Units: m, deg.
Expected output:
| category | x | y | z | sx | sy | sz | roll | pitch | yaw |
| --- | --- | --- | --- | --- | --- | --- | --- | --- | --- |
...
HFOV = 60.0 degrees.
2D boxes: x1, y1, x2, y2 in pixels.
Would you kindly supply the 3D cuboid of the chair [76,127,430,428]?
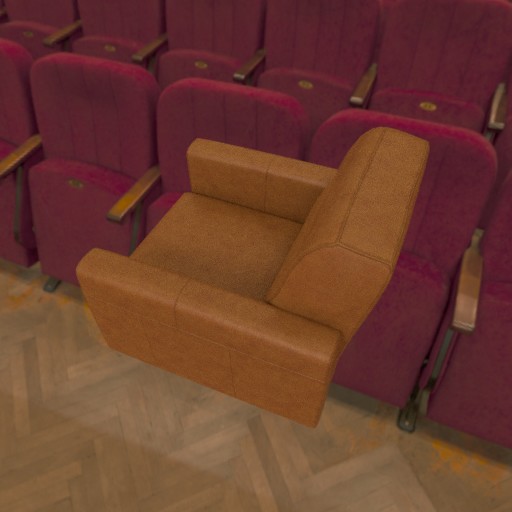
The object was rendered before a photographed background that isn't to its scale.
| category | x | y | z | sx | sy | sz | roll | pitch | yaw |
| --- | --- | --- | --- | --- | --- | --- | --- | --- | --- |
| chair | 0.000 | 0.000 | 1.633 | 0.942 | 0.968 | 0.845 | 18 | 49 | 16 |
